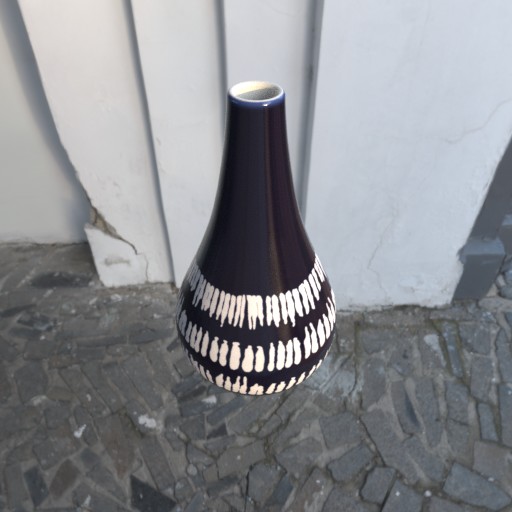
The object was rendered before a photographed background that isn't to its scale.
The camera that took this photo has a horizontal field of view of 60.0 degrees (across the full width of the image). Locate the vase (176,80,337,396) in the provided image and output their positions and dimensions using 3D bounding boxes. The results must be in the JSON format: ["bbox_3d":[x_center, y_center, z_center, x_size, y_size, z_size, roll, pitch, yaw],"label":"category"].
[{"bbox_3d":[0.000,0.000,0.392,0.159,0.295,0.159,0,42,0],"label":"vase"}]
